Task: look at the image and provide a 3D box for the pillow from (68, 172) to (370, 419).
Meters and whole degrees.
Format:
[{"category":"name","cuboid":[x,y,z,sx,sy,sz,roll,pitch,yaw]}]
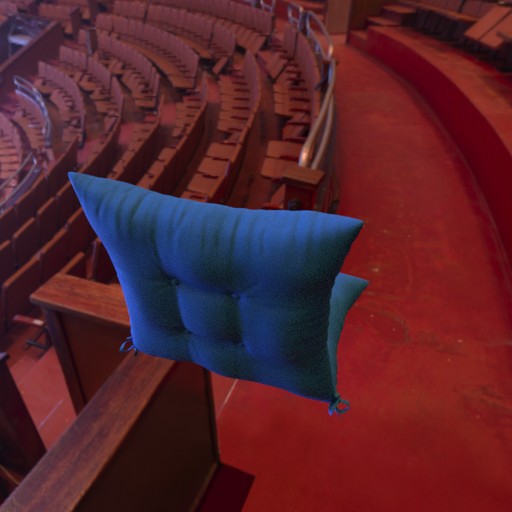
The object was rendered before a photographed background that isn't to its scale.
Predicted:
[{"category":"pillow","cuboid":[0.000,0.000,1.025,0.541,0.536,0.585,11,35,17]}]
